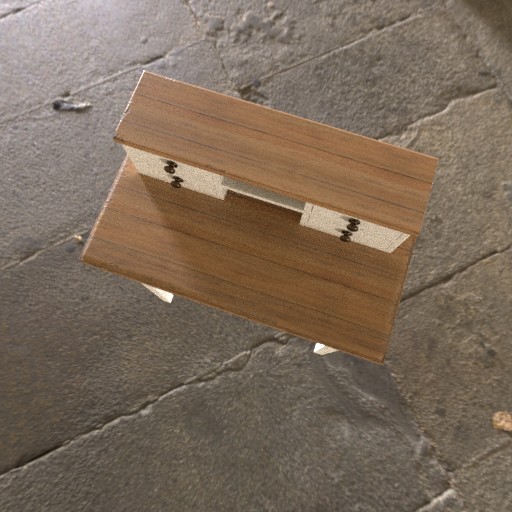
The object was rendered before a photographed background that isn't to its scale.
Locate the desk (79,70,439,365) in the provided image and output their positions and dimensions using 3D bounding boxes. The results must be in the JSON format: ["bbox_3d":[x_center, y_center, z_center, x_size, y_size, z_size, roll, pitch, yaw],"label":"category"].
[{"bbox_3d":[0.000,0.000,1.447,0.814,0.981,0.462,18,76,5],"label":"desk"}]
